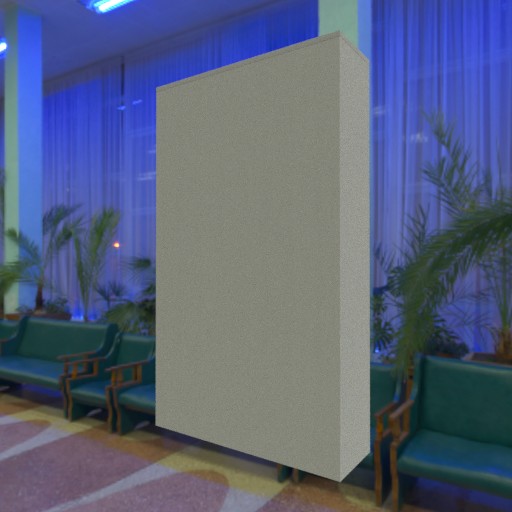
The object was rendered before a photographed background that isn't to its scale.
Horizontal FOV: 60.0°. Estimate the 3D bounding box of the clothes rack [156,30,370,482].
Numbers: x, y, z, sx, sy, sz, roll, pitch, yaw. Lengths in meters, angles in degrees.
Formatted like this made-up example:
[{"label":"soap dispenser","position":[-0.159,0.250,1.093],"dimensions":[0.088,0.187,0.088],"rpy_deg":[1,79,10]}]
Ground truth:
[{"label":"clothes rack","position":[0.000,0.000,1.570],"dimensions":[0.750,1.280,0.250],"rpy_deg":[0,0,35]}]
